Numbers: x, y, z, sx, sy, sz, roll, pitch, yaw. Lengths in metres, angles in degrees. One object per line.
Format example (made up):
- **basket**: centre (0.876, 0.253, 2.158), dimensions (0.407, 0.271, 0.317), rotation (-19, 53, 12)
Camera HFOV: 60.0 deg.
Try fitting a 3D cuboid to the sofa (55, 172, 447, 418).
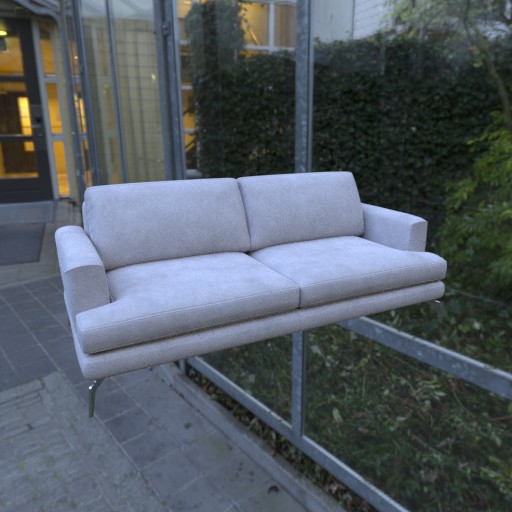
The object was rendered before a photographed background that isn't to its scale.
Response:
- **sofa**: centre (0.000, 0.000, 2.501), dimensions (2.013, 0.830, 0.980), rotation (-8, 19, -26)
